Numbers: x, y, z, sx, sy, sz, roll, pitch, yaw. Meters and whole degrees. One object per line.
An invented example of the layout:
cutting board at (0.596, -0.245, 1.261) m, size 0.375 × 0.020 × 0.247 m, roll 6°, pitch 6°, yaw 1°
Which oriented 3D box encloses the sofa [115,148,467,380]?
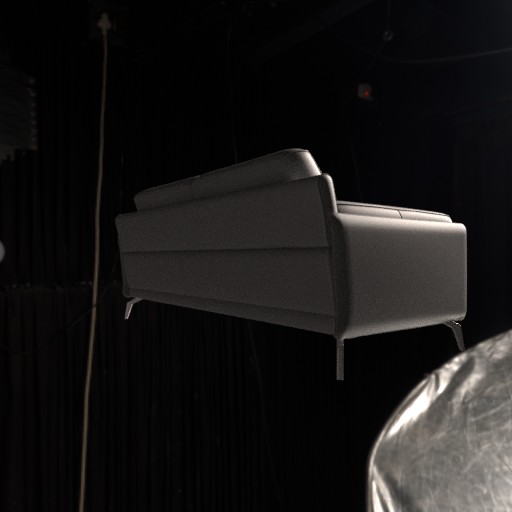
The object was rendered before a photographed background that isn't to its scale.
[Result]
sofa at (0.000, 0.000, 2.638) m, size 0.969 × 0.900 × 2.100 m, roll 0°, pitch 0°, yaw -38°
